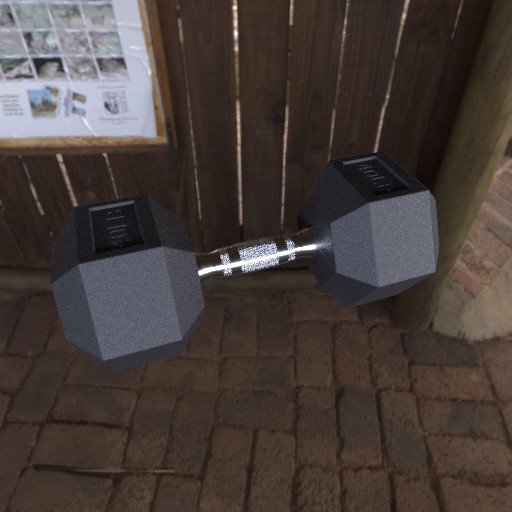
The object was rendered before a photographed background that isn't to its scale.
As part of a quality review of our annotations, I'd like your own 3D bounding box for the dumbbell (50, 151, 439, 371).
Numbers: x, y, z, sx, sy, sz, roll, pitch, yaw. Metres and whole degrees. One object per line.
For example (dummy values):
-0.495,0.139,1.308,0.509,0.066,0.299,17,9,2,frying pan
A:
0.000,0.000,0.439,0.361,0.137,0.157,-13,43,-14,dumbbell
